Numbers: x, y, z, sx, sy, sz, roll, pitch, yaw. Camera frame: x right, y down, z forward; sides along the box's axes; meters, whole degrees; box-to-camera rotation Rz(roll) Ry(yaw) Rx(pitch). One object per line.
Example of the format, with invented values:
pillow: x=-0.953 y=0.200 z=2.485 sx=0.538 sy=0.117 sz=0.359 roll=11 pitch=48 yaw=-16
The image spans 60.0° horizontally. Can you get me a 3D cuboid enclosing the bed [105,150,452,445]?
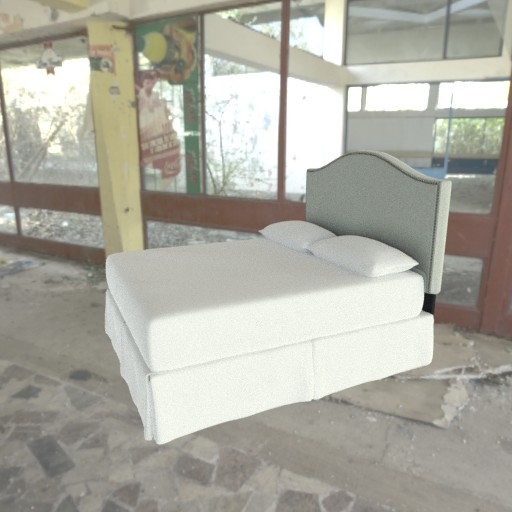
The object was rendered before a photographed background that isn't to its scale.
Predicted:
bed: x=0.000 y=0.000 z=3.479 sx=2.180 sy=1.607 sz=1.813 roll=-7 pitch=16 yaw=-25
